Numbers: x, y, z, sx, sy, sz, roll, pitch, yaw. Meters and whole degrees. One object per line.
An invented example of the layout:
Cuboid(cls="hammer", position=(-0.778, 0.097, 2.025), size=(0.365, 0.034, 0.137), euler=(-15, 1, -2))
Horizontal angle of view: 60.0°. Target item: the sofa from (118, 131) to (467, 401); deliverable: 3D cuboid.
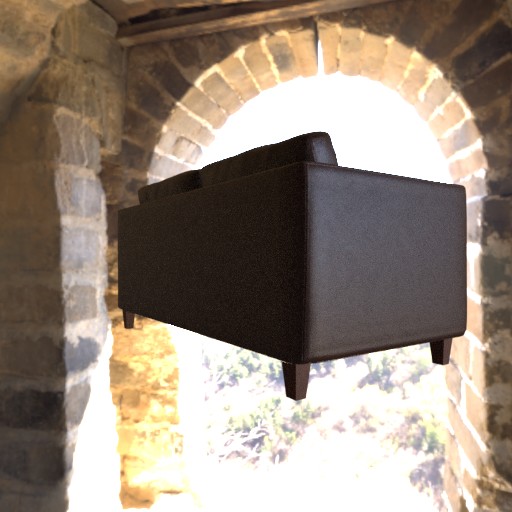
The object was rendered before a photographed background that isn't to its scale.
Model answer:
Cuboid(cls="sofa", position=(0.000, 0.000, 2.384), size=(0.951, 0.933, 1.883), euler=(0, 0, -35))
